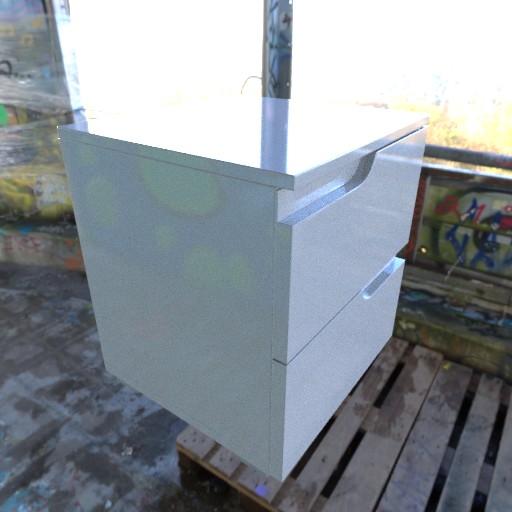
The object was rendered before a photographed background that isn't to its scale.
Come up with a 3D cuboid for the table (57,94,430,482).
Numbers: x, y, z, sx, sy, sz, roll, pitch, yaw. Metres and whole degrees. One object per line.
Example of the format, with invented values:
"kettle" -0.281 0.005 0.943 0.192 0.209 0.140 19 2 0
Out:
"table" 0.000 0.000 0.787 0.400 0.470 0.420 19 33 32
